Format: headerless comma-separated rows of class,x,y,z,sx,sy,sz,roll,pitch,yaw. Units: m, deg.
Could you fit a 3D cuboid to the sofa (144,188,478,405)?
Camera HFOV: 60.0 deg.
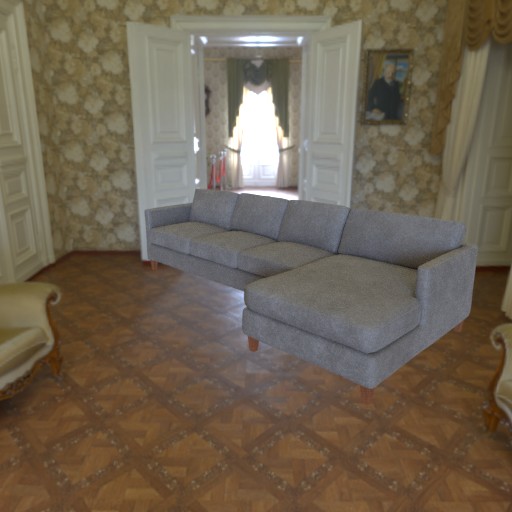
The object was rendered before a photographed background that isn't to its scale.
sofa,0.000,0.000,4.195,3.471,0.950,1.604,15,21,42
